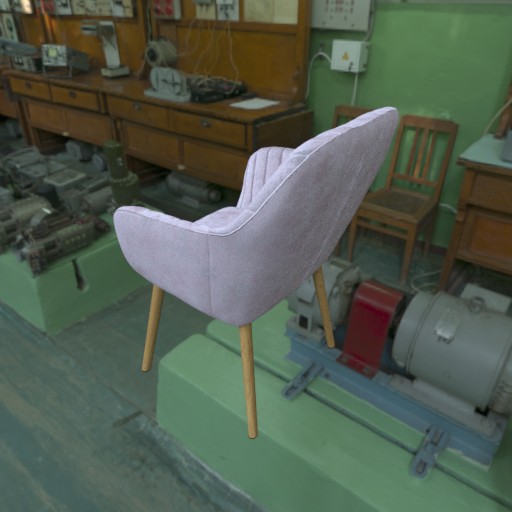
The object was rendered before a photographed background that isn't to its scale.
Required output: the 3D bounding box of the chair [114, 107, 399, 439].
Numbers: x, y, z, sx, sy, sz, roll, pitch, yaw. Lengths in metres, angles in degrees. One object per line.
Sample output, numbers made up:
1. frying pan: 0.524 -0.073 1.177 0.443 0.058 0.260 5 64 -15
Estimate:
1. chair: 0.000 0.000 1.246 0.570 0.832 0.610 21 37 31
